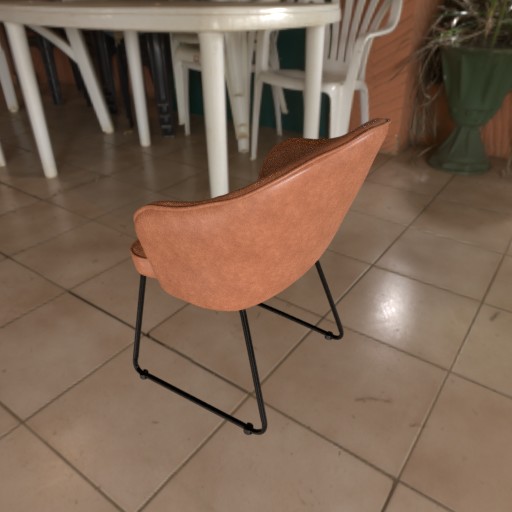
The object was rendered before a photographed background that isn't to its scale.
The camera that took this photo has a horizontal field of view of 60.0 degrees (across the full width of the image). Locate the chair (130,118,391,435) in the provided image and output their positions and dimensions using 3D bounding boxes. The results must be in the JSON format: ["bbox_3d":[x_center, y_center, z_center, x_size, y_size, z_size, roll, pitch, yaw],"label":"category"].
[{"bbox_3d":[0.000,0.000,1.192,0.580,0.785,0.582,20,36,29],"label":"chair"}]
